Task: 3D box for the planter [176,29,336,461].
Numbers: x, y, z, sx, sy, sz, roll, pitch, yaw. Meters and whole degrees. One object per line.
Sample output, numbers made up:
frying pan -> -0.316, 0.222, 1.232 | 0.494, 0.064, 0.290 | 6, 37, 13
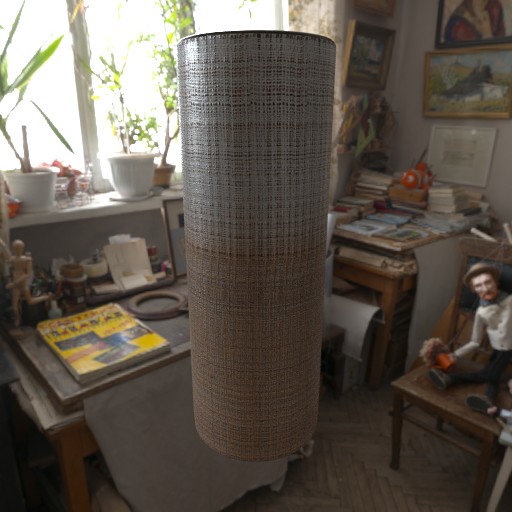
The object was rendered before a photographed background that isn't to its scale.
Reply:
planter -> 0.000, 0.000, 0.318 | 0.099, 0.278, 0.099 | 3, 18, 9
